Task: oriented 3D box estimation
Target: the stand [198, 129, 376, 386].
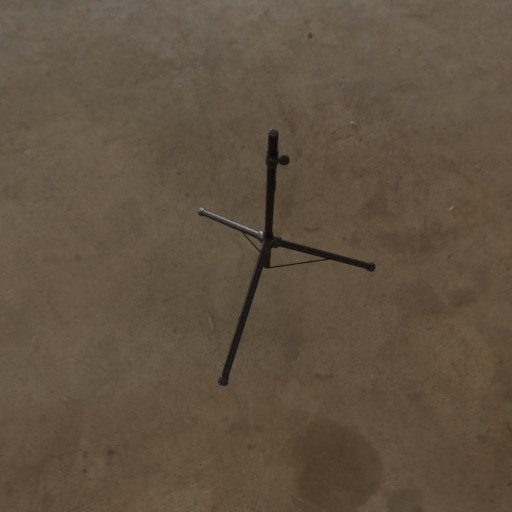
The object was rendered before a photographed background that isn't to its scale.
[{"bbox_3d":[0.000,0.000,1.826,1.045,1.136,0.907,20,65,10],"label":"stand"}]
